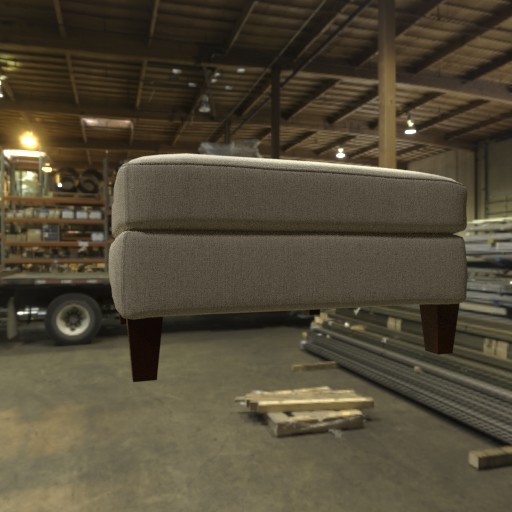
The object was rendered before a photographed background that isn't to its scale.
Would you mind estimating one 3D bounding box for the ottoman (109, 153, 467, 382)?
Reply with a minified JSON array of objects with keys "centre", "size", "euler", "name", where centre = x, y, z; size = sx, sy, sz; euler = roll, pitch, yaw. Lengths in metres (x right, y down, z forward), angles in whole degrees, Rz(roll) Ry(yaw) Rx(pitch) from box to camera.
[{"centre":[0.000,0.000,1.335],"size":[0.838,0.478,0.838],"euler":[0,1,-19],"name":"ottoman"}]
